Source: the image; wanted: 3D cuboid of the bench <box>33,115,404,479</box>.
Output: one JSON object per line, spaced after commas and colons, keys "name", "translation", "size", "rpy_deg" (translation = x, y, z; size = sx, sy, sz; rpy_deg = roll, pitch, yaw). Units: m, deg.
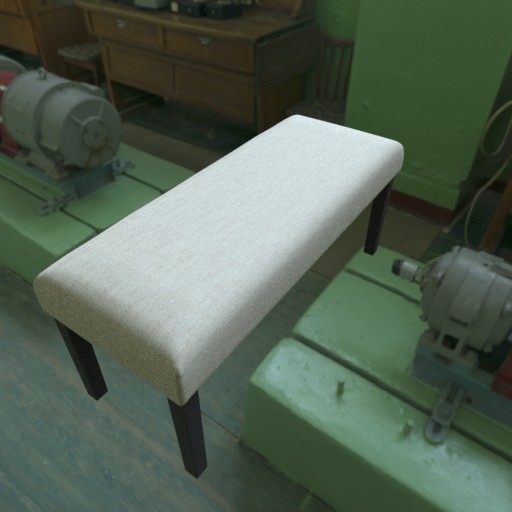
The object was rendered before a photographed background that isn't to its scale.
{"name": "bench", "translation": [0.000, 0.000, 1.234], "size": [0.407, 0.456, 1.013], "rpy_deg": [24, 46, 26]}
